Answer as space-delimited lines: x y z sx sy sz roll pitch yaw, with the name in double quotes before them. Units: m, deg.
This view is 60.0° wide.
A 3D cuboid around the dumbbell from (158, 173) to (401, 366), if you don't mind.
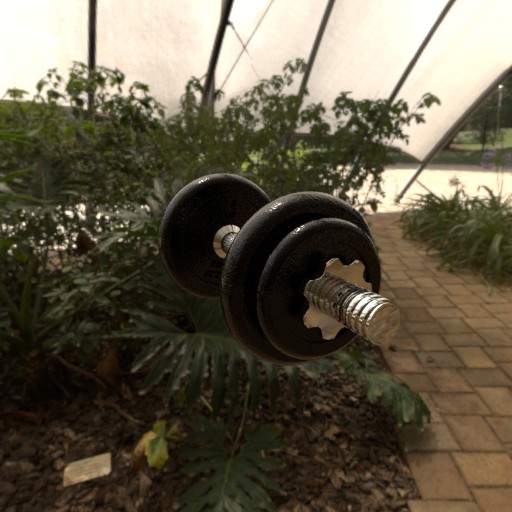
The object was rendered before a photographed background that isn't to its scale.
"dumbbell" 0.000 0.000 0.602 0.202 0.202 0.497 -8 18 -26
